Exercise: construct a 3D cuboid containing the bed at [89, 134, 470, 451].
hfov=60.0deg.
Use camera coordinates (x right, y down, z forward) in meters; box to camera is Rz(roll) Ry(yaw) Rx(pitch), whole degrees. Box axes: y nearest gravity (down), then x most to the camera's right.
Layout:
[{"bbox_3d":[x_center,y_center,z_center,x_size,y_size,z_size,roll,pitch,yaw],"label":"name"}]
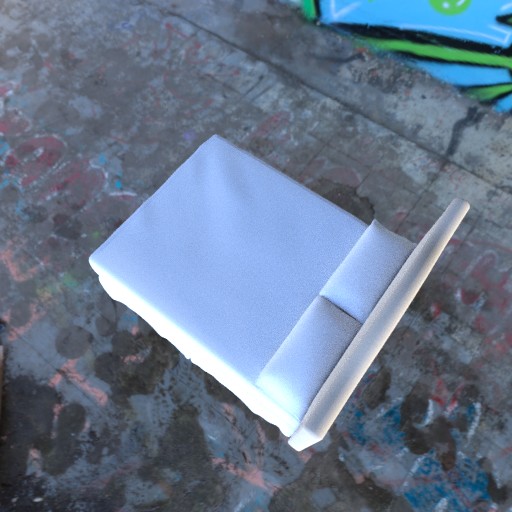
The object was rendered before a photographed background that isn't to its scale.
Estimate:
[{"bbox_3d":[0.000,0.000,3.210,2.052,1.398,1.678,34,69,15],"label":"bed"}]
